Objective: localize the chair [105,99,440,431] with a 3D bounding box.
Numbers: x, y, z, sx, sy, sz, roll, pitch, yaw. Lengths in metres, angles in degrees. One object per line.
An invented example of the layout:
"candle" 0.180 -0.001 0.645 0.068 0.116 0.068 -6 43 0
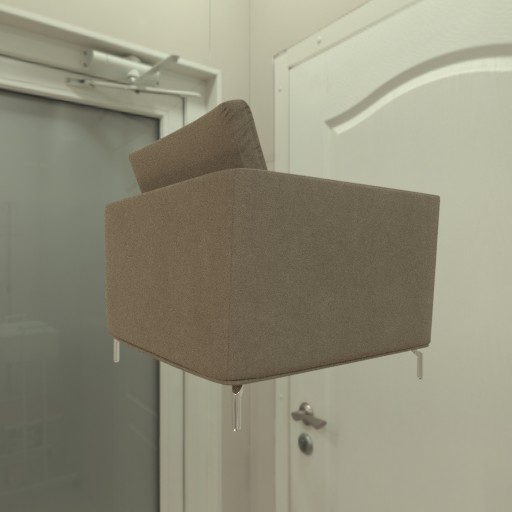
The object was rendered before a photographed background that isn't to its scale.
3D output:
"chair" 0.000 0.000 1.687 0.889 0.864 1.041 0 0 -36
